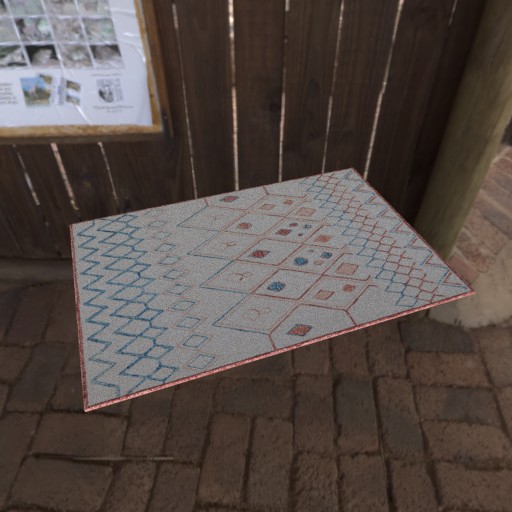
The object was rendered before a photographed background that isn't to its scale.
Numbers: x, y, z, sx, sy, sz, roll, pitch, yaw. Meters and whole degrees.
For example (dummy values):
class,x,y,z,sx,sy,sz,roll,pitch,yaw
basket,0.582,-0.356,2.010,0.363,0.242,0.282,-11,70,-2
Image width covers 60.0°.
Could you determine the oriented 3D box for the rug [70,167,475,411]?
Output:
class,x,y,z,sx,sy,sz,roll,pitch,yaw
rug,0.000,0.000,2.344,1.829,0.016,1.219,-14,44,-14
